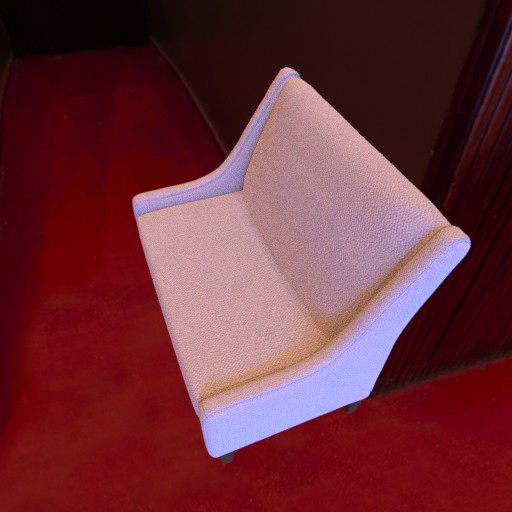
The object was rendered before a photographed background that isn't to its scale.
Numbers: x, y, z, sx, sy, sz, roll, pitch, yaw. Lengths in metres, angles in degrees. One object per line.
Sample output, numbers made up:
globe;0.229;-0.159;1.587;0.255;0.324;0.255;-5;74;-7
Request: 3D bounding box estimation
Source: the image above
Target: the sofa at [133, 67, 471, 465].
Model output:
sofa;0.000;0.000;1.891;0.870;1.022;1.242;-16;49;-15
